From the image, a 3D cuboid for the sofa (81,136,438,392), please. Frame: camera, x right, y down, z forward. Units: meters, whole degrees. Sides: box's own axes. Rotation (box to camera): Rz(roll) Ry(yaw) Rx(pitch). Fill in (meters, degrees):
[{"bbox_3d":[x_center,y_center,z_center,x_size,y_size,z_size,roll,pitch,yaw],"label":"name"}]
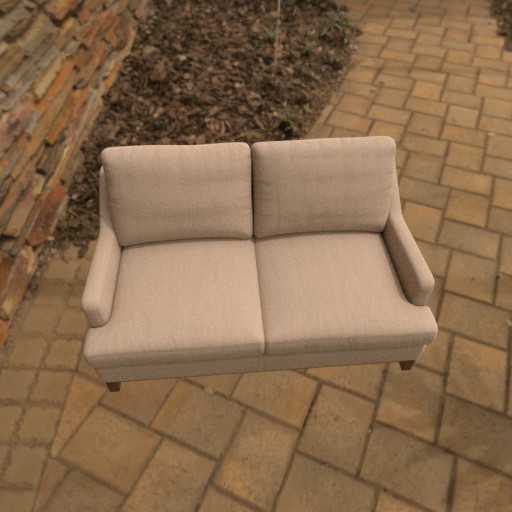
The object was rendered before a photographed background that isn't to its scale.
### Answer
[{"bbox_3d":[0.000,0.000,2.265,1.619,0.910,1.004,-3,48,-3],"label":"sofa"}]
